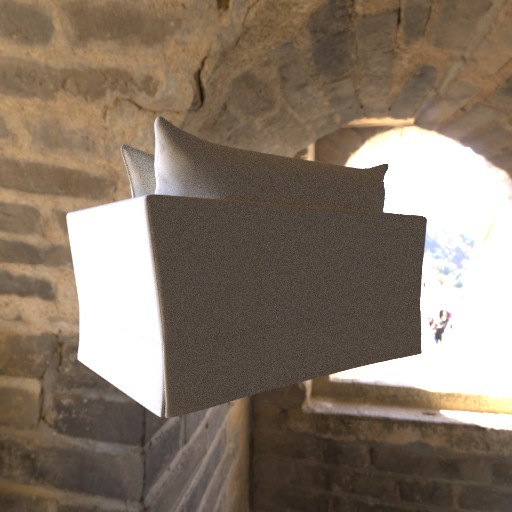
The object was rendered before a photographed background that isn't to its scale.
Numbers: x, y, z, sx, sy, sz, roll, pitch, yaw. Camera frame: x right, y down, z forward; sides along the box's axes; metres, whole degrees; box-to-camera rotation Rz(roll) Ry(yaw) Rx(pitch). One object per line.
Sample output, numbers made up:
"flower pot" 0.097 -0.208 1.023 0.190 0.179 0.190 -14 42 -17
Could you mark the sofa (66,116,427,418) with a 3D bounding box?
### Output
"sofa" 0.000 0.000 2.279 1.608 1.039 1.026 -1 1 -37
